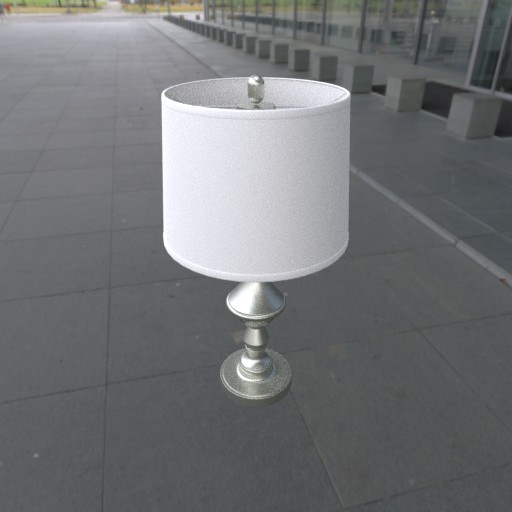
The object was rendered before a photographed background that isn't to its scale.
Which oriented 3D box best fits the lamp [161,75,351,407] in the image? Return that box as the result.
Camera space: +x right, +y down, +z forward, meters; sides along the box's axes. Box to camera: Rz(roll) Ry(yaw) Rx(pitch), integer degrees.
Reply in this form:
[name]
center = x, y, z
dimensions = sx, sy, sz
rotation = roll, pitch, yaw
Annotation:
[lamp]
center = 0.000, 0.000, 0.961
dimensions = 0.383, 0.733, 0.383
rotation = 0, 30, 0
